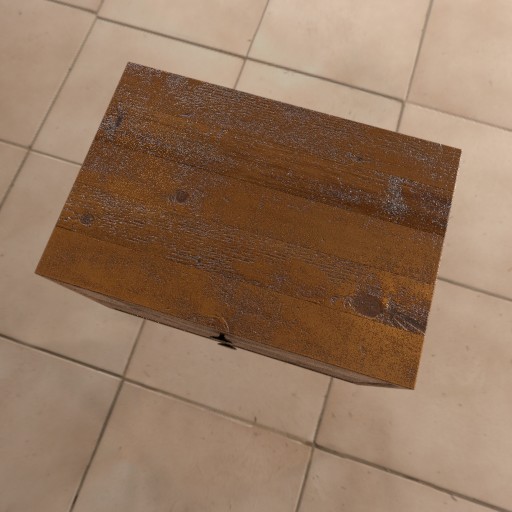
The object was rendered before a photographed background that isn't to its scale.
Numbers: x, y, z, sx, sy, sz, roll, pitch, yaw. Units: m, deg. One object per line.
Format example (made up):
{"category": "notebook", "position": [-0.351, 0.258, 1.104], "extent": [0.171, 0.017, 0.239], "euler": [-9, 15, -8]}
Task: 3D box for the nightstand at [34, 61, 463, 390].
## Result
{"category": "nightstand", "position": [0.000, 0.000, 1.061], "extent": [0.650, 0.599, 0.450], "euler": [16, 76, 4]}
